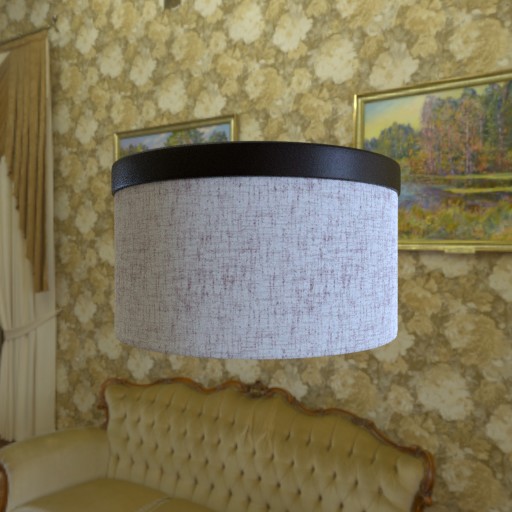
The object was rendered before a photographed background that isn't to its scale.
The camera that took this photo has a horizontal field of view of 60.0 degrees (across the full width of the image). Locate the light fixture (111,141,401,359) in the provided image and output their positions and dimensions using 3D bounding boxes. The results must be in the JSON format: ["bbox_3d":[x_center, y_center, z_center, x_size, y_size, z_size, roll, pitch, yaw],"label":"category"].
[{"bbox_3d":[0.000,0.000,0.628,0.389,0.229,0.389,0,0,0],"label":"light fixture"}]
